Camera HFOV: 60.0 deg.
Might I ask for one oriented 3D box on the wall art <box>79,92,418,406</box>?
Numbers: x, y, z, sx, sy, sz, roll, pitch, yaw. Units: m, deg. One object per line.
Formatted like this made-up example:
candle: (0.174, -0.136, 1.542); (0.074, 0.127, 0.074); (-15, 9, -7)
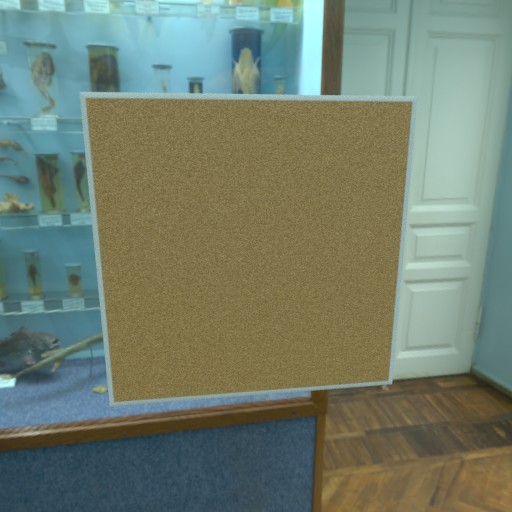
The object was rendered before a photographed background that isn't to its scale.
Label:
wall art: (0.000, 0.000, 1.116); (0.768, 0.765, 0.041); (-2, 15, -8)
